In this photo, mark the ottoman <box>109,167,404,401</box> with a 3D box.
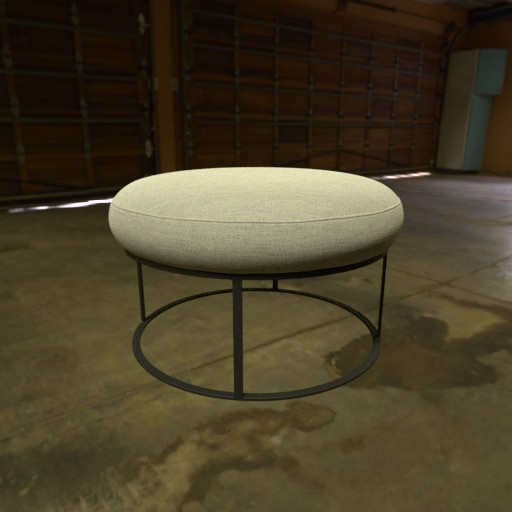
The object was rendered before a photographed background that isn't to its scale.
[{"bbox_3d":[0.000,0.000,1.244,0.769,0.459,0.769,0,16,0],"label":"ottoman"}]
